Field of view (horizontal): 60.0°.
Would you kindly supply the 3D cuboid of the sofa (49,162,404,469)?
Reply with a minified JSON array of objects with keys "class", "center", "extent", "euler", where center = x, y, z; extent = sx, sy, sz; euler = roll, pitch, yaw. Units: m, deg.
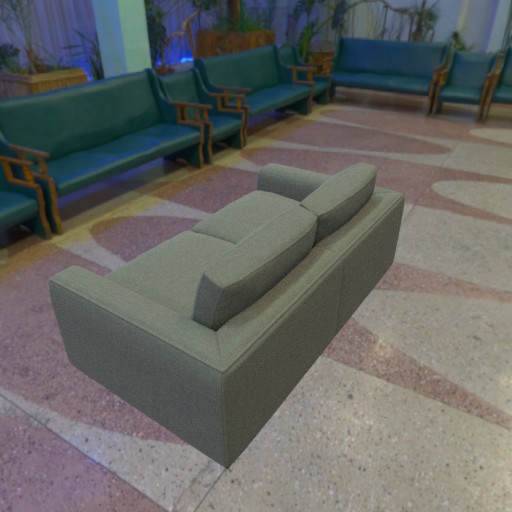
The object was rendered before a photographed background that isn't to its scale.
[{"class":"sofa","center":[0.000,0.000,2.509],"extent":[1.069,0.800,1.920],"euler":[20,37,29]}]
